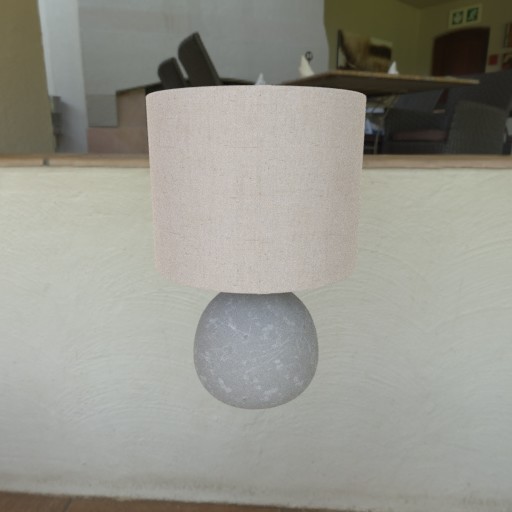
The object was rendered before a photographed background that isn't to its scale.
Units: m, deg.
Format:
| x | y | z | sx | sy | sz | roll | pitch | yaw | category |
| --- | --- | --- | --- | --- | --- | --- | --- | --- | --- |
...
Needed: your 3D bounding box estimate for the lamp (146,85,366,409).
| x | y | z | sx | sy | sz | roll | pitch | yaw | category |
| --- | --- | --- | --- | --- | --- | --- | --- | --- | --- |
| 0.000 | 0.000 | 0.607 | 0.269 | 0.409 | 0.269 | 2 | 15 | 8 | lamp |
